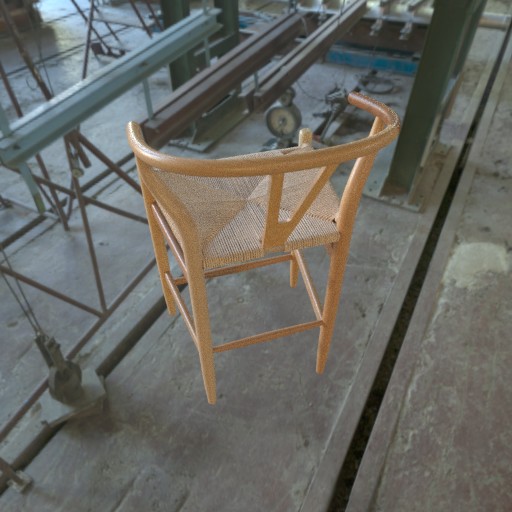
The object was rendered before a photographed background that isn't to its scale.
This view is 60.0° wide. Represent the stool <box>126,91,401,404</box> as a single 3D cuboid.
[{"bbox_3d":[0.000,0.000,1.205,0.536,0.923,0.575,-12,44,-13],"label":"stool"}]
